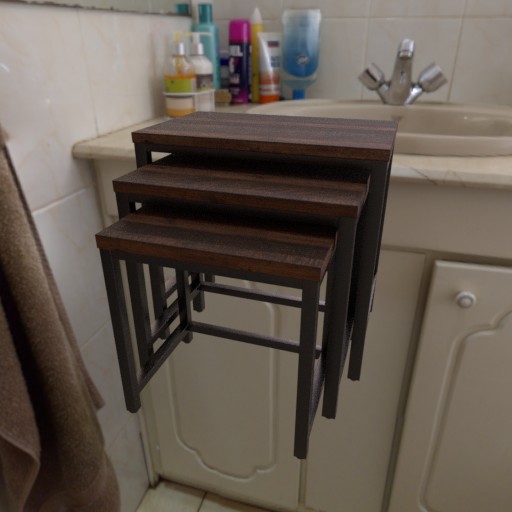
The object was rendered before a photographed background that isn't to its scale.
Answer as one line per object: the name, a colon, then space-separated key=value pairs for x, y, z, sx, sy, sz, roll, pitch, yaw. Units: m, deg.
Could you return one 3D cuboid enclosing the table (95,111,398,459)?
table: x=0.000 y=0.000 z=1.161 sx=0.608 sy=0.616 sz=0.660 roll=8 pitch=27 yaw=17
